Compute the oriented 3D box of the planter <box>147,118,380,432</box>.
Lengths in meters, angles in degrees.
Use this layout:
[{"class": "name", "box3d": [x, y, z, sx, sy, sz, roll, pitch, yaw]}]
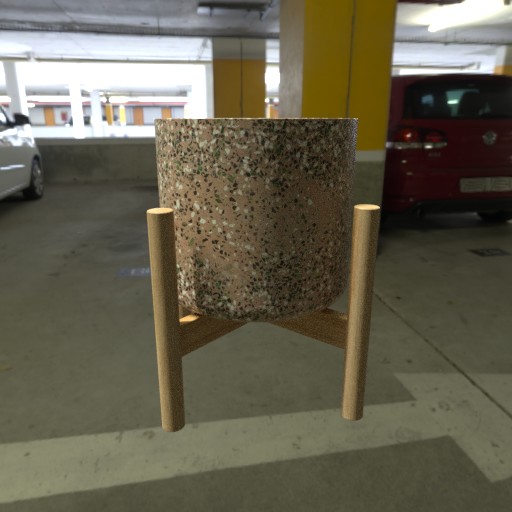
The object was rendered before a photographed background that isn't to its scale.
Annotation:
[{"class": "planter", "box3d": [0.000, 0.000, 0.541, 0.284, 0.320, 0.284, -9, 19, -27]}]
